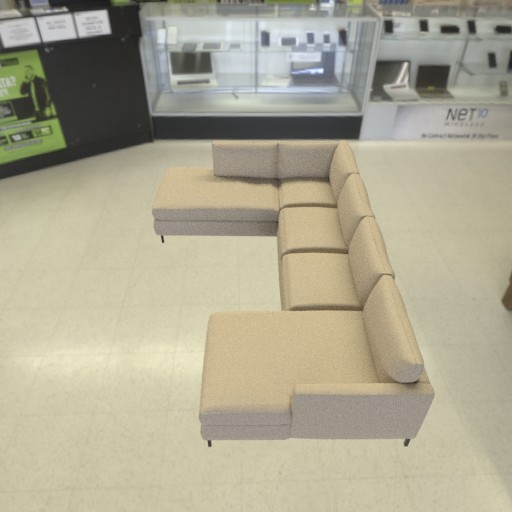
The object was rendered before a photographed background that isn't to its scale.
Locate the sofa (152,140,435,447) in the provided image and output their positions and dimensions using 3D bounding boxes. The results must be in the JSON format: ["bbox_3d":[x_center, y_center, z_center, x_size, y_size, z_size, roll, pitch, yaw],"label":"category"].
[{"bbox_3d":[0.000,0.000,3.431,1.879,0.756,2.737,0,40,0],"label":"sofa"}]
